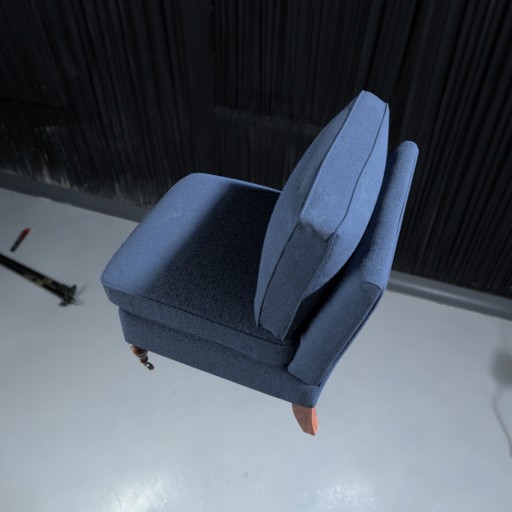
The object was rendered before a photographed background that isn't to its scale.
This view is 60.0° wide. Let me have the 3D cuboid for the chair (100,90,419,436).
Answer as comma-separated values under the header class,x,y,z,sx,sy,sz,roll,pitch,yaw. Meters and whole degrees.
class,x,y,z,sx,sy,sz,roll,pitch,yaw
chair,0.000,0.000,1.629,0.912,1.052,0.724,15,47,15
